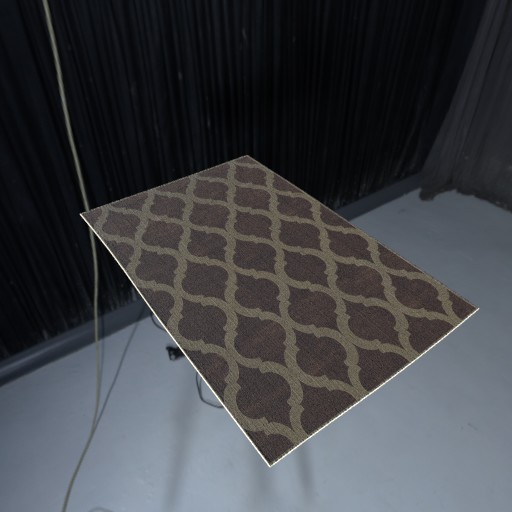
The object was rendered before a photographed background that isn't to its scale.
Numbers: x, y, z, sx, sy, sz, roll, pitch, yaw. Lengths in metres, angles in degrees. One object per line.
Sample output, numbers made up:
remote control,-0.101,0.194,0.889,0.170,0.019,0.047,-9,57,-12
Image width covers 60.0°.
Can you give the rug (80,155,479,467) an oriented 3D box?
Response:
rug,0.000,0.000,2.889,1.522,0.008,2.284,-26,47,-27
